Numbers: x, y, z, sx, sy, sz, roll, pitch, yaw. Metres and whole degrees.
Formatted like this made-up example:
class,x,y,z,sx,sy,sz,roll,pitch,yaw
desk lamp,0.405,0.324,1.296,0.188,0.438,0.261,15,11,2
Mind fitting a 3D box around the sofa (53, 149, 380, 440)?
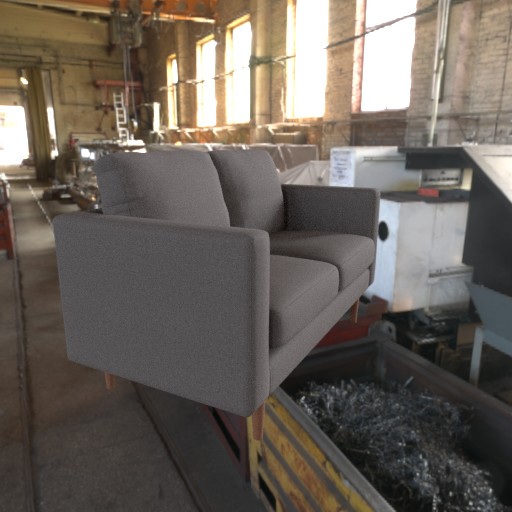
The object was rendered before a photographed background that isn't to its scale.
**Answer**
class,x,y,z,sx,sy,sz,roll,pitch,yaw
sofa,0.000,0.000,1.953,0.796,0.908,1.430,7,16,27
